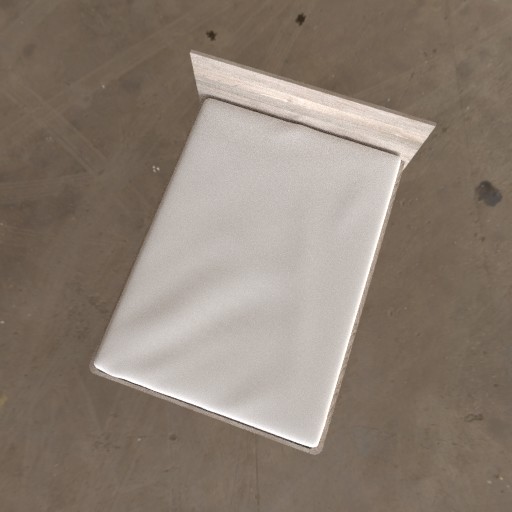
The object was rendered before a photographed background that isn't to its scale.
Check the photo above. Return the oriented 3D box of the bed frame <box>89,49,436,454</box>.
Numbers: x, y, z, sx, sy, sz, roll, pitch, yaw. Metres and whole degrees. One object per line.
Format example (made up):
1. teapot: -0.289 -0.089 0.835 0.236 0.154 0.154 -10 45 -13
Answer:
1. bed frame: 0.000 0.000 2.734 1.490 0.800 1.950 19 76 5
